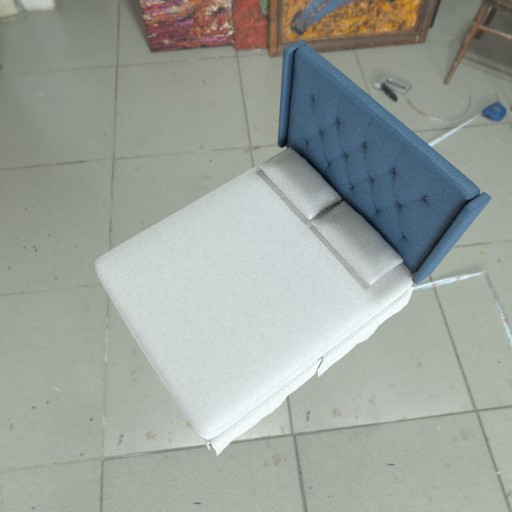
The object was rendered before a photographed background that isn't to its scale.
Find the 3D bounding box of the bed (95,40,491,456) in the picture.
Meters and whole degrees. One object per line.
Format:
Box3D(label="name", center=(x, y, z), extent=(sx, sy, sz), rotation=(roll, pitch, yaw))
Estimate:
Box3D(label="bed", center=(0.000, 0.000, 3.232), extent=(2.078, 1.665, 1.719), rotation=(-33, 67, -16))
